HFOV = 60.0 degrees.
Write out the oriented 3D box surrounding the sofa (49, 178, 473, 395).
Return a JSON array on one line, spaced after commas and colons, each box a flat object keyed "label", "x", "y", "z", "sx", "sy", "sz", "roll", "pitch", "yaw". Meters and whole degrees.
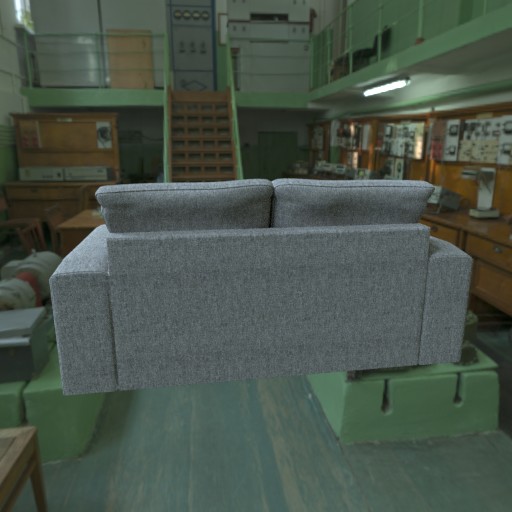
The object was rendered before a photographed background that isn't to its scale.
[{"label": "sofa", "x": 0.000, "y": 0.000, "z": 2.345, "sx": 1.758, "sy": 0.877, "sz": 1.094, "roll": -2, "pitch": 15, "yaw": -9}]
